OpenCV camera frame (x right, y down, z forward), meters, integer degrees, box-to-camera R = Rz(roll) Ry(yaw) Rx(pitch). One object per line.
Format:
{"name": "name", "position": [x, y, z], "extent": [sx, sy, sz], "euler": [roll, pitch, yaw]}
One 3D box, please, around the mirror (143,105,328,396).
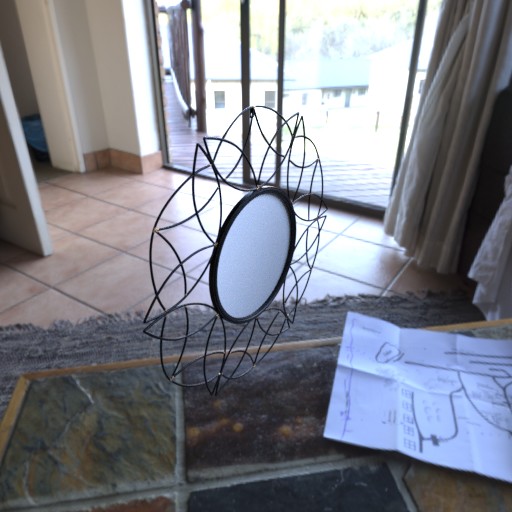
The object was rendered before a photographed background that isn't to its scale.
{"name": "mirror", "position": [0.000, 0.000, 1.193], "extent": [0.028, 0.775, 0.797], "euler": [18, 33, 31]}
